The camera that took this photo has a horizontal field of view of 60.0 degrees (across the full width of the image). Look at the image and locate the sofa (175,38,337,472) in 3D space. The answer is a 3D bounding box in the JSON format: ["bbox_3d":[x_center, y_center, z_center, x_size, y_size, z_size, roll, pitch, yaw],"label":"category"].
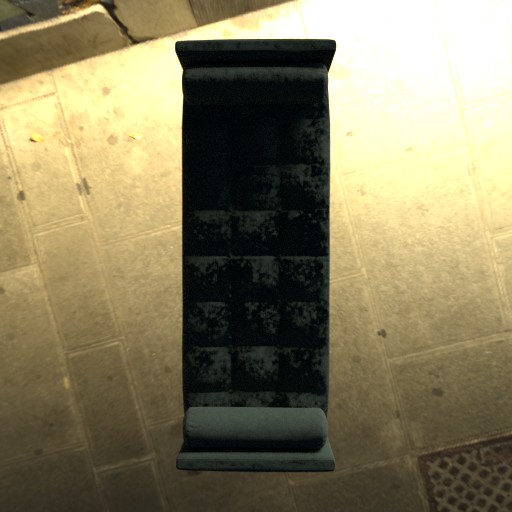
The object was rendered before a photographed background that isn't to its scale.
[{"bbox_3d":[0.000,0.000,2.445,0.797,0.657,2.102,0,91,1],"label":"sofa"}]
